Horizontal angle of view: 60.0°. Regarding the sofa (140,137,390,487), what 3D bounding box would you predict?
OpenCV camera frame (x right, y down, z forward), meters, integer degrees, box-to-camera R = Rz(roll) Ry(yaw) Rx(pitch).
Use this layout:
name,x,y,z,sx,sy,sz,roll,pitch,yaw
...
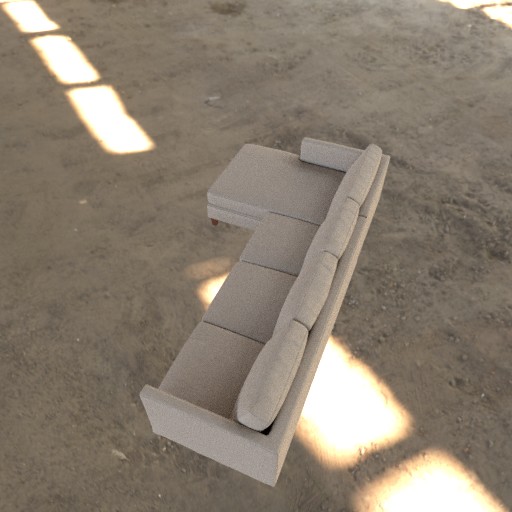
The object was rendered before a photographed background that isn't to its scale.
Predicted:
name,x,y,z,sx,sy,sz,roll,pitch,yaw
sofa,0.000,0.000,3.874,1.625,0.846,3.186,17,49,16
